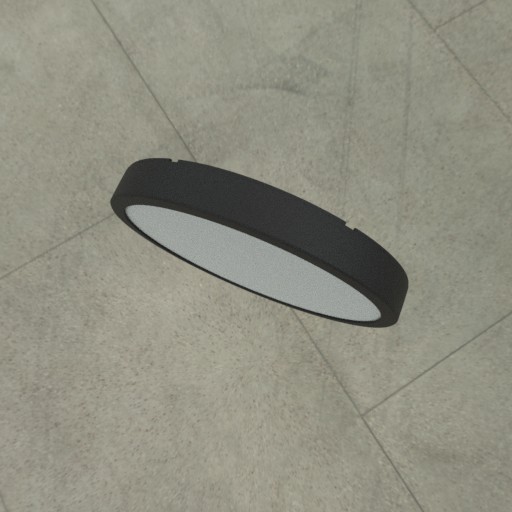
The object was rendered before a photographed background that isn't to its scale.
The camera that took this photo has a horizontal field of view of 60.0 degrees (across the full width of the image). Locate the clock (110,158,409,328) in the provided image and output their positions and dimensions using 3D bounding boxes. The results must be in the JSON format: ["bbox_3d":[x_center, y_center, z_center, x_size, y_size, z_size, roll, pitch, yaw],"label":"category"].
[{"bbox_3d":[0.000,0.000,0.444,0.293,0.293,0.040,22,78,5],"label":"clock"}]
